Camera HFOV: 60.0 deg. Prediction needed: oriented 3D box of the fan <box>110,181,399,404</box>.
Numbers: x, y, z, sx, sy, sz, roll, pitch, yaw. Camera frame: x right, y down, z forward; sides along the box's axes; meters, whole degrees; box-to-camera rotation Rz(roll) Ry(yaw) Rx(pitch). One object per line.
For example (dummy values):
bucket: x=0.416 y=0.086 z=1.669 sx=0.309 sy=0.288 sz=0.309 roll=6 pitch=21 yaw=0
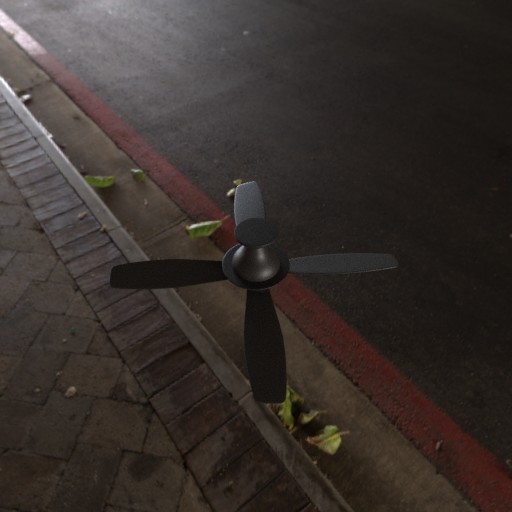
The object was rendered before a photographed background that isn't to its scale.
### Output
fan: x=0.000 y=0.000 z=2.542 sx=1.694 sy=0.382 sz=1.694 roll=-3 pitch=45 yaw=-3
